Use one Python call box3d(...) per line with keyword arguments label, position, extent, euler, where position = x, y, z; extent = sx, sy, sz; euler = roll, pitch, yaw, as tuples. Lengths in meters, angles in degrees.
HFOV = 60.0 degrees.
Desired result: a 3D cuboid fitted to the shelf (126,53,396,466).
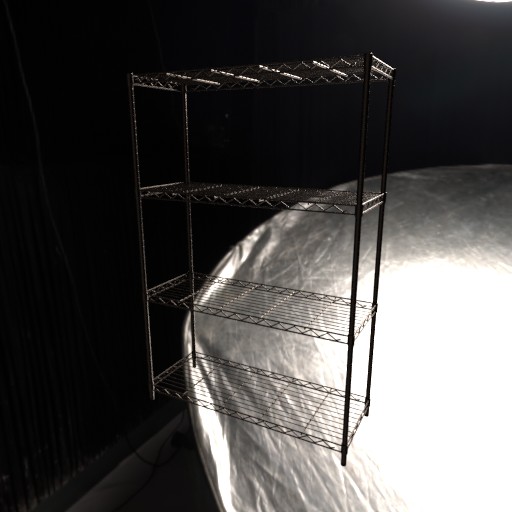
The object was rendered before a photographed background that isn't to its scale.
box3d(label="shelf", position=(0.000, 0.000, 1.752), extent=(0.907, 1.361, 0.352), euler=(8, 17, 27))
